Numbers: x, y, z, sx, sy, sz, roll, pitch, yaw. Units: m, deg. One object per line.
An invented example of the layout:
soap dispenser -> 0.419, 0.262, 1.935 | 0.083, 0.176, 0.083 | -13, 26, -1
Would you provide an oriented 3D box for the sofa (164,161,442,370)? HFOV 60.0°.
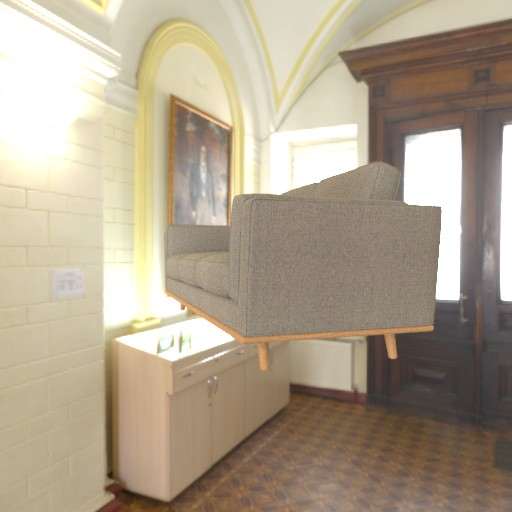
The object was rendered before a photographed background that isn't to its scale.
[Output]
sofa -> 0.000, 0.000, 2.803 | 0.903, 0.899, 2.362 | 0, 0, -19
